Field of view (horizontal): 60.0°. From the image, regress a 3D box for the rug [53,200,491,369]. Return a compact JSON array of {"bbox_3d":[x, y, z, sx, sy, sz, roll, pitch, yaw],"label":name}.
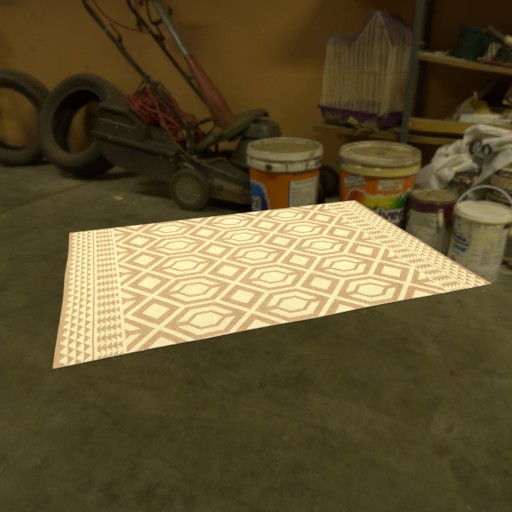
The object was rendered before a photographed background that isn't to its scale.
[{"bbox_3d":[0.000,0.000,2.256,1.829,0.008,1.219,-8,27,-16],"label":"rug"}]
